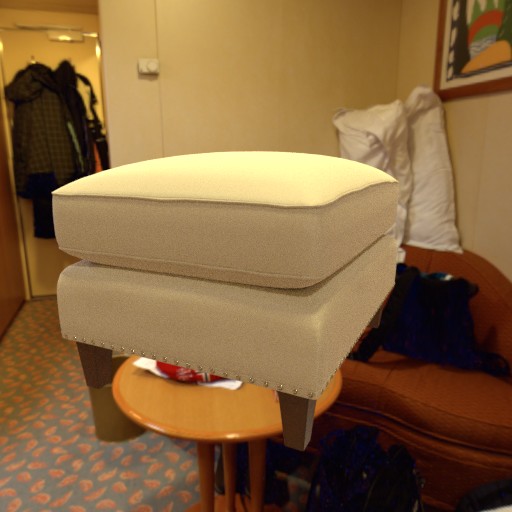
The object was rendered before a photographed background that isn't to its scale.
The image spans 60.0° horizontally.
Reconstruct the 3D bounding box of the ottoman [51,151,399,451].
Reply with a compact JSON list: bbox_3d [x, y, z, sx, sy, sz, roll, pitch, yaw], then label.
[{"bbox_3d":[0.000,0.000,1.118,0.584,0.513,0.741,6,14,26],"label":"ottoman"}]
